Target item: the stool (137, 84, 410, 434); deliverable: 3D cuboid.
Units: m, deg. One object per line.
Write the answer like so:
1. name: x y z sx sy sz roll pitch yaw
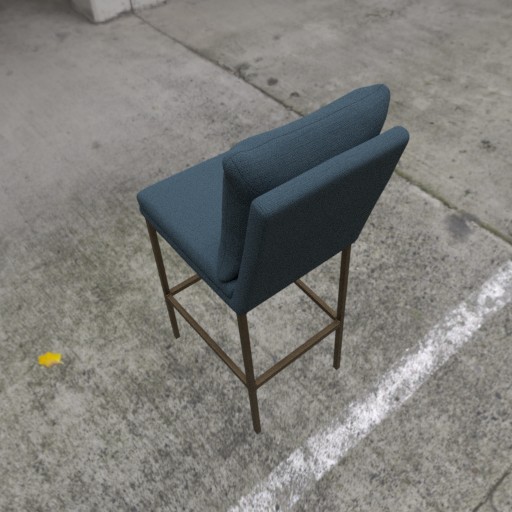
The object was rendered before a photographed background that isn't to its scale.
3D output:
1. stool: 0.000 0.000 1.382 0.463 1.124 0.568 -31 54 -25
